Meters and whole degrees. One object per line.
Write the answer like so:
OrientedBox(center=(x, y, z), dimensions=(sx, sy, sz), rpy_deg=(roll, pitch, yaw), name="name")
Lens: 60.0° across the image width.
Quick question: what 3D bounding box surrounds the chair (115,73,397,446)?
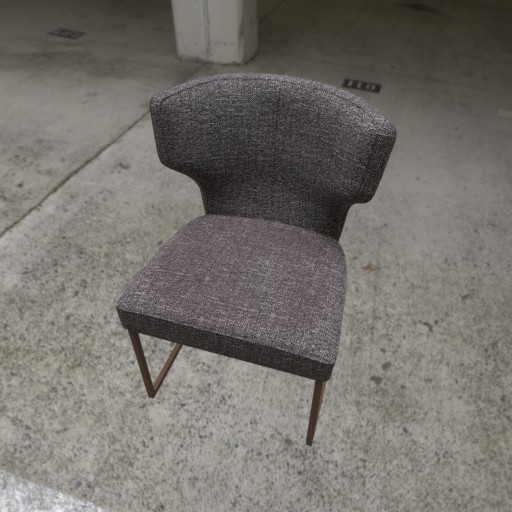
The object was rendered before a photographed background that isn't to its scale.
OrientedBox(center=(0.000, 0.000, 1.255), dimensions=(0.611, 0.824, 0.617), rpy_deg=(12, 43, 13), name="chair")
